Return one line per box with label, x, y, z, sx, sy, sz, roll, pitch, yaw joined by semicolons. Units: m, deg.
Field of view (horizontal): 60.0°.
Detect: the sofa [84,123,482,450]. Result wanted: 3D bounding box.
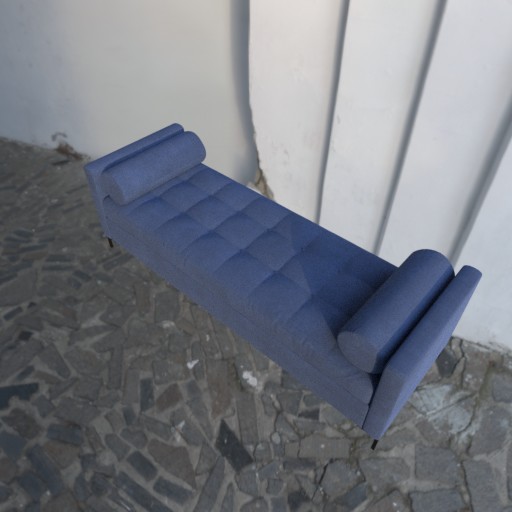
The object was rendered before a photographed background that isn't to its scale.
sofa;0.000;0.000;2.369;1.981;0.635;0.686;32;52;29
